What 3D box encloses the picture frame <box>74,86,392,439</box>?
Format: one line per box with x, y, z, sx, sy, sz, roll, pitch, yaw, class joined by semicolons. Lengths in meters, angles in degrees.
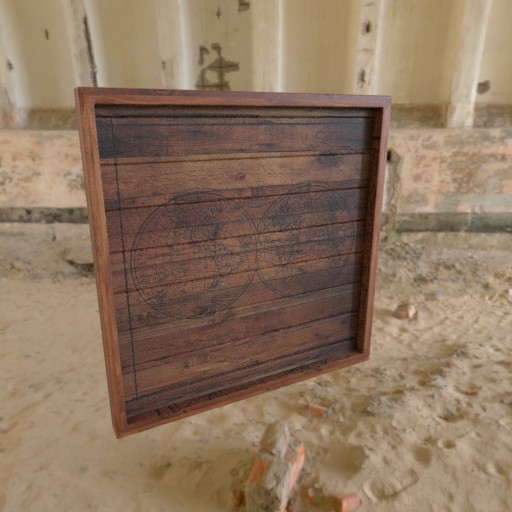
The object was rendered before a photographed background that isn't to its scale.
0.000;0.000;0.513;0.352;0.356;0.028;-9;19;-26;picture frame
